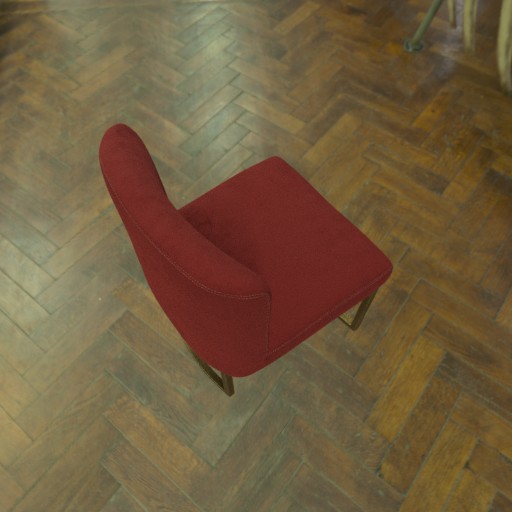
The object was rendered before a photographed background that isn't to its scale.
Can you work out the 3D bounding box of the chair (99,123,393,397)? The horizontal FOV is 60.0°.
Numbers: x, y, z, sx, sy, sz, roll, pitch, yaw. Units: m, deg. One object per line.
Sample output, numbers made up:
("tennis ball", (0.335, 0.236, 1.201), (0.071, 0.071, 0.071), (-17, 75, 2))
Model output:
("chair", (0.000, 0.000, 1.206), (0.560, 0.824, 0.530), (-33, 64, -18))
